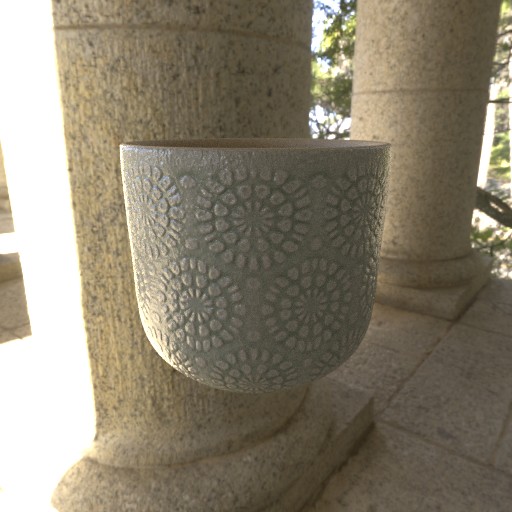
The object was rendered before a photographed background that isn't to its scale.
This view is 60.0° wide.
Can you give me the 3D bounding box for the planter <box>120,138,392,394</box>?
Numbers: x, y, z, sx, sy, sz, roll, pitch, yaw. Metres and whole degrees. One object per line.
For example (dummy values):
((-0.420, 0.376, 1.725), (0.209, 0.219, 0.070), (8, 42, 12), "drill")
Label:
((0.000, 0.000, 0.308), (0.169, 0.153, 0.169), (0, 16, 0), "planter")
